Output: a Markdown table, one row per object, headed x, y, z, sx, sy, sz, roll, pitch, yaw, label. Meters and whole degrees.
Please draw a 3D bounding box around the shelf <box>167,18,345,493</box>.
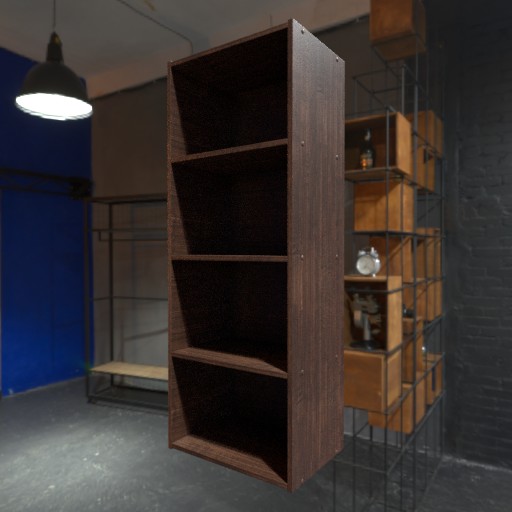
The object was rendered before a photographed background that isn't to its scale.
| x | y | z | sx | sy | sz | roll | pitch | yaw | label |
| --- | --- | --- | --- | --- | --- | --- | --- | --- | --- |
| 0.000 | 0.000 | 1.261 | 0.415 | 1.099 | 0.290 | 0 | 1 | 35 | shelf |
